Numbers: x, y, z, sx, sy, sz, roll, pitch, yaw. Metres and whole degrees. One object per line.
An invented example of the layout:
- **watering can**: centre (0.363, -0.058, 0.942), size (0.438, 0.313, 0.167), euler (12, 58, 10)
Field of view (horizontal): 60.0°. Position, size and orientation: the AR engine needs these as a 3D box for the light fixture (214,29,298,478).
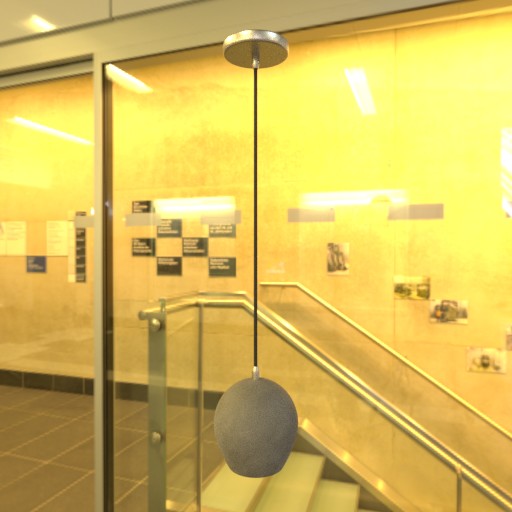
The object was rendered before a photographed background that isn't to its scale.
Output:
- **light fixture**: centre (0.000, 0.000, 0.804), size (0.153, 0.760, 0.153), euler (0, 1, 1)
